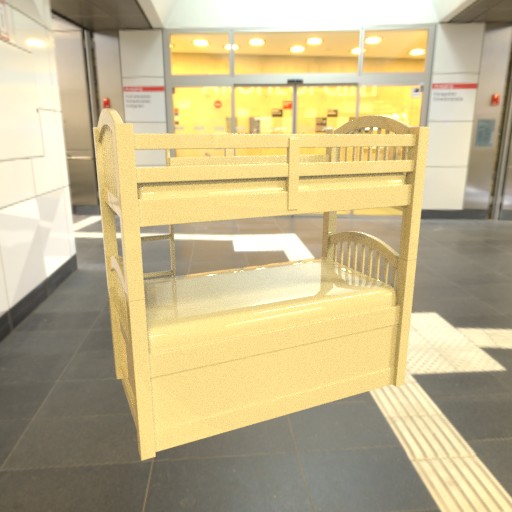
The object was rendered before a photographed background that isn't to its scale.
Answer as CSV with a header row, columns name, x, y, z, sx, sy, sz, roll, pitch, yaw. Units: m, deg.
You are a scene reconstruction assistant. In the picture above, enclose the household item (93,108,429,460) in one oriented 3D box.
name,x,y,z,sx,sy,sz,roll,pitch,yaw
household item,0.000,0.000,3.296,2.032,2.032,1.143,-7,17,-24
